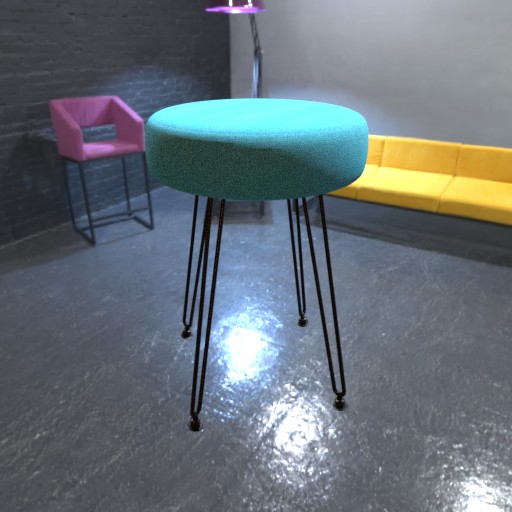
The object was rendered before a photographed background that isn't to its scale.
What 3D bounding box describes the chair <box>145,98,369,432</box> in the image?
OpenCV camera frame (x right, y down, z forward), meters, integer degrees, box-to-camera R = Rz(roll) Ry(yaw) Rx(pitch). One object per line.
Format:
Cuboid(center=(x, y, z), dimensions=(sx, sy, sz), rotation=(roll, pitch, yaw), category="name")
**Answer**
Cuboid(center=(0.000, 0.000, 0.688), dimensions=(0.350, 0.440, 0.350), rotation=(17, 31, 31), category="chair")
